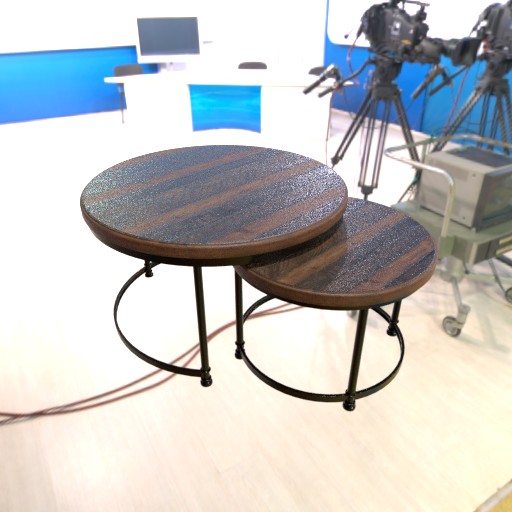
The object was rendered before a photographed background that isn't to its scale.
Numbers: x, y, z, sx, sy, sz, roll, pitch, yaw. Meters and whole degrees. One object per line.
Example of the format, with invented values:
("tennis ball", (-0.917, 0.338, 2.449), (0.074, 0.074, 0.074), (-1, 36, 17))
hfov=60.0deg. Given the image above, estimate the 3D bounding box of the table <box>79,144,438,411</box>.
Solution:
("table", (0.000, 0.000, 1.571), (1.152, 0.516, 0.870), (11, 32, 17))
